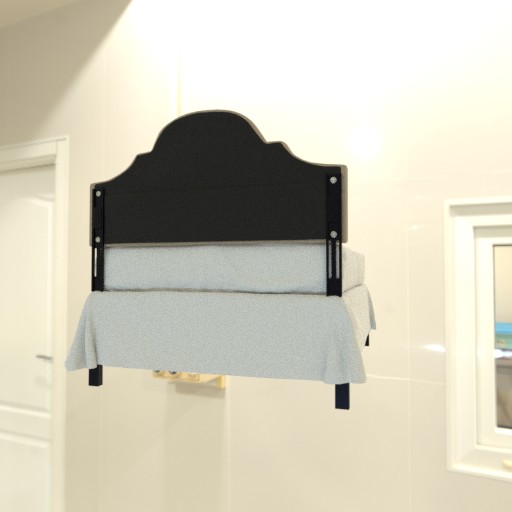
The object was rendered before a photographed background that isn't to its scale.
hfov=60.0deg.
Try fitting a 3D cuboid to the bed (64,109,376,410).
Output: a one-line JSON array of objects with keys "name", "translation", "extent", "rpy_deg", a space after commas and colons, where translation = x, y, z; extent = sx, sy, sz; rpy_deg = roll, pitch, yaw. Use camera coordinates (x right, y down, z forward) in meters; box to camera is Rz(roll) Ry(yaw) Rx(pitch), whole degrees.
[{"name": "bed", "translation": [0.000, 0.000, 3.446], "extent": [1.780, 1.634, 2.222], "rpy_deg": [0, -2, 17]}]
